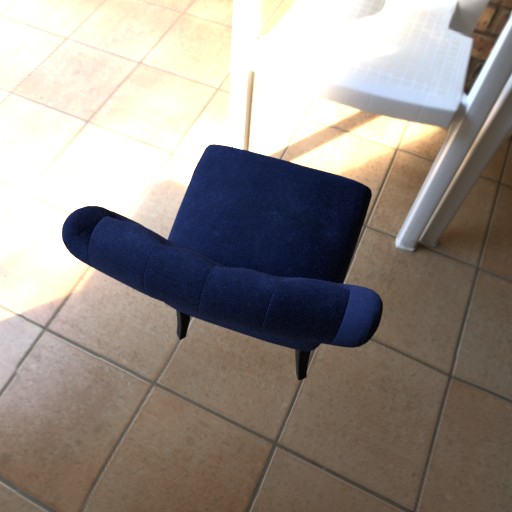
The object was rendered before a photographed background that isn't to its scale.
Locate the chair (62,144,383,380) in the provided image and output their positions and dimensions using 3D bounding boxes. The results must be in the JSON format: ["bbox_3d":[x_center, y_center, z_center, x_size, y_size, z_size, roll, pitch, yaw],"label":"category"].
[{"bbox_3d":[0.000,0.000,1.181,0.585,0.753,0.606,17,63,9],"label":"chair"}]
